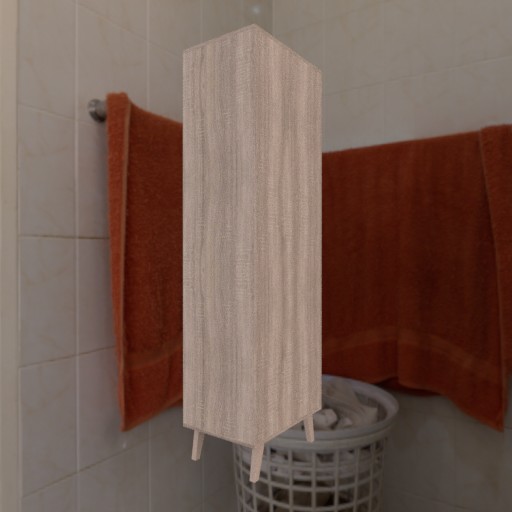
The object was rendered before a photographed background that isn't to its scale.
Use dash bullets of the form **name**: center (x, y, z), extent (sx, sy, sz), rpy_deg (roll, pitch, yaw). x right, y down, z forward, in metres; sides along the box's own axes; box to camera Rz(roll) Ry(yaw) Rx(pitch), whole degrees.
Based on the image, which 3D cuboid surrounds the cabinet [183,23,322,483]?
- **cabinet**: center (0.000, 0.000, 2.112), extent (0.400, 1.850, 0.570), rpy_deg (0, 0, 36)
